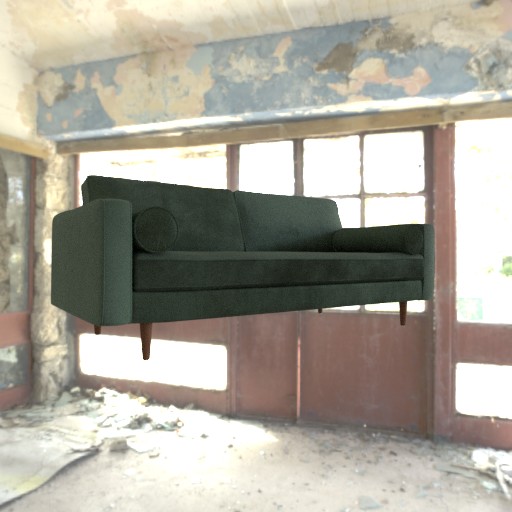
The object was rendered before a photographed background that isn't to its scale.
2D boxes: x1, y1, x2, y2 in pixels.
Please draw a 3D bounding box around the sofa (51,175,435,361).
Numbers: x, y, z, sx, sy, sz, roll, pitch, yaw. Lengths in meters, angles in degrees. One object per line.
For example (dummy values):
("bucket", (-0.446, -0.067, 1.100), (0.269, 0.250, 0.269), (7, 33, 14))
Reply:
("sofa", (0.000, 0.000, 2.355), (1.880, 0.772, 0.916), (0, 0, -34))
